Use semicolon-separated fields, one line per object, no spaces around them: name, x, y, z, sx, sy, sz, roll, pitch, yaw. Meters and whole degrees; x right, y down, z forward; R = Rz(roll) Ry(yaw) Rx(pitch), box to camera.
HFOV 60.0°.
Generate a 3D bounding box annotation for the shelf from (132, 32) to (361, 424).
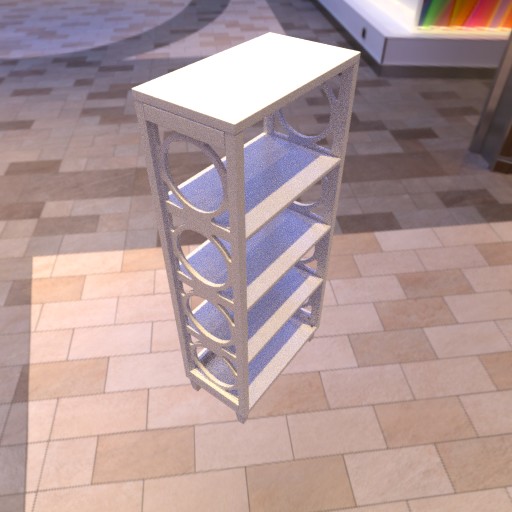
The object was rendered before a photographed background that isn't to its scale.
shelf;0.000;0.000;1.710;0.340;1.411;0.611;27;48;26
